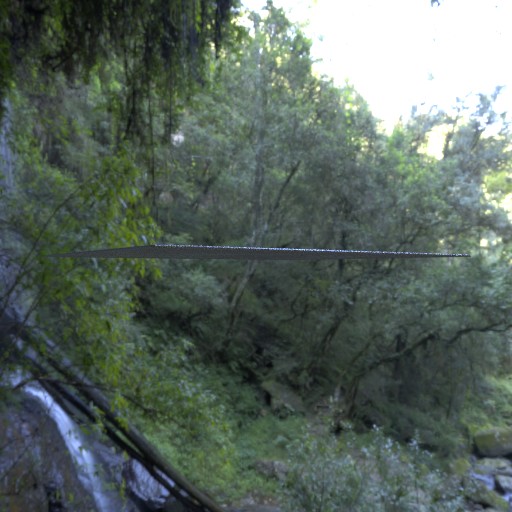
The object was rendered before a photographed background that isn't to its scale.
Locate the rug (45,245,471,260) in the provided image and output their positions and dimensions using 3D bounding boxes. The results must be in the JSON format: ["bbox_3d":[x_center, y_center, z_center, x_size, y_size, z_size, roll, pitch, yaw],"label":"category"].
[{"bbox_3d":[0.000,0.000,4.109,3.123,0.017,2.447,1,-2,-37],"label":"rug"}]
